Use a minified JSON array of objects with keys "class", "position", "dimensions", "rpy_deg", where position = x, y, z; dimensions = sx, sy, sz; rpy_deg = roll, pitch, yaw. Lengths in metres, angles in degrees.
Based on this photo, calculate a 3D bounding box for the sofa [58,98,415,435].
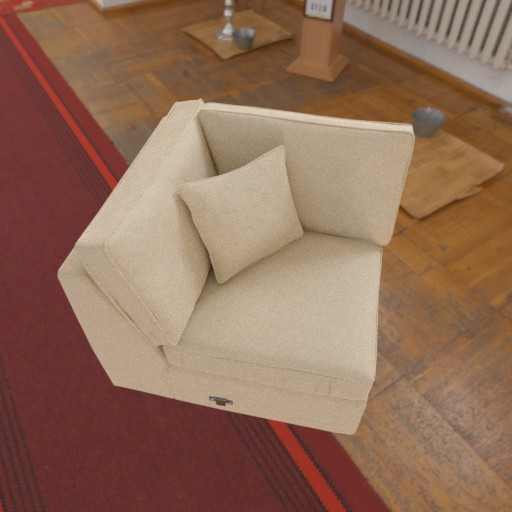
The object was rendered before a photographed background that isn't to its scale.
[{"class":"sofa","position":[0.000,0.000,1.946],"dimensions":[1.146,1.002,1.084],"rpy_deg":[9,47,8]}]
